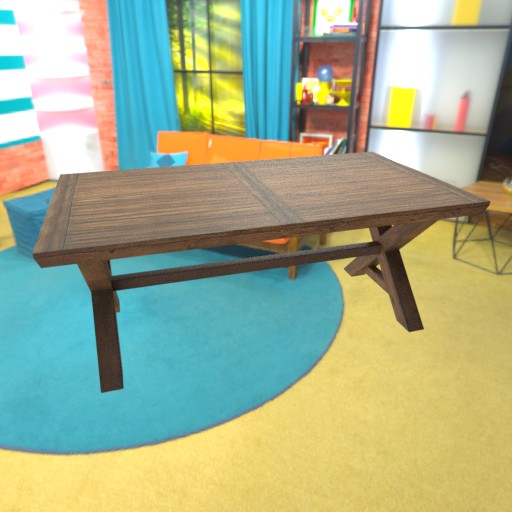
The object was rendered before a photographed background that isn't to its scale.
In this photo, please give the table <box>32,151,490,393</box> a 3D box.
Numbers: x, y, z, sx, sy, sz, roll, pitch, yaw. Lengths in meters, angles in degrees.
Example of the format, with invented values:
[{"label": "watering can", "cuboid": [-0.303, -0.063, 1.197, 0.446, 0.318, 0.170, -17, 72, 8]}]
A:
[{"label": "table", "cuboid": [0.000, 0.000, 2.448, 1.966, 0.793, 1.071, -7, 27, -15]}]
